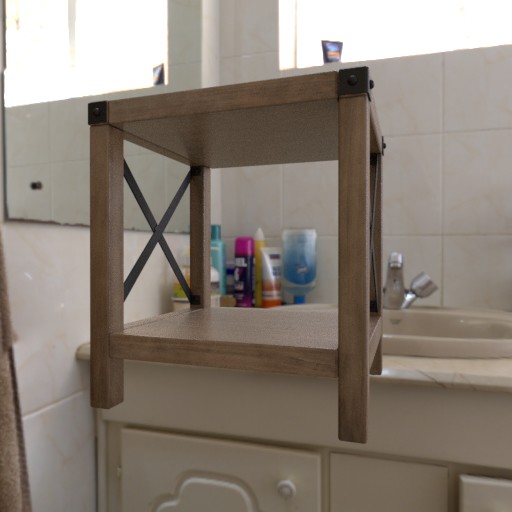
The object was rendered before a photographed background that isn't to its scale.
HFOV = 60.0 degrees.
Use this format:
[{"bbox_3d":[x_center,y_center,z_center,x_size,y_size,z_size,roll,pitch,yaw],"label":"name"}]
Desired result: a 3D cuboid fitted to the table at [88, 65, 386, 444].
[{"bbox_3d":[0.000,0.000,0.934,0.510,0.561,0.459,0,0,19],"label":"table"}]
